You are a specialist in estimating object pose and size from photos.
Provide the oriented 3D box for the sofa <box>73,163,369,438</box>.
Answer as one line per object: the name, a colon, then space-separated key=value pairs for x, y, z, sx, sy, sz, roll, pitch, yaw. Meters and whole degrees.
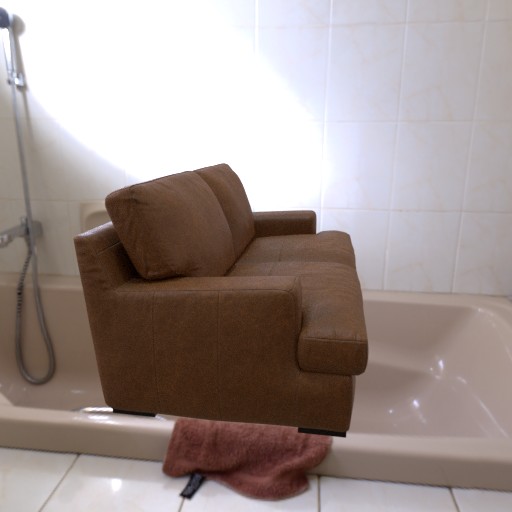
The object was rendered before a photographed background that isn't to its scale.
sofa: x=0.000 y=0.000 z=2.529 sx=1.144 sy=0.966 sz=1.880 roll=3 pitch=16 yaw=9
